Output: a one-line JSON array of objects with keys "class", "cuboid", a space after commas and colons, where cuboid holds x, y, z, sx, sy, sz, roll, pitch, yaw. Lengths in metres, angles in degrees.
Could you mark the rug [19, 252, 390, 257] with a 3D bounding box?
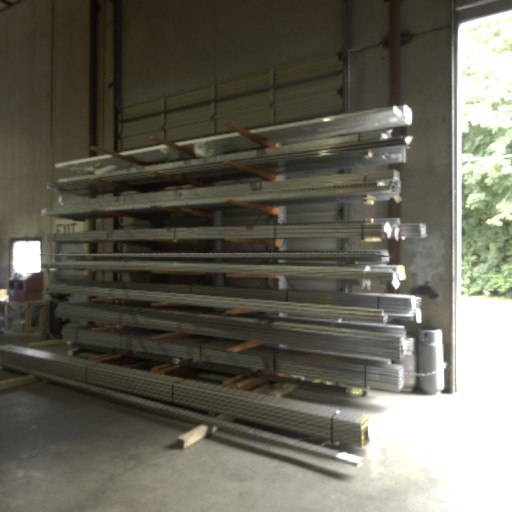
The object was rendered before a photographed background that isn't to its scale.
[{"class": "rug", "cuboid": [0.000, 0.000, 4.170, 2.354, 0.007, 3.196, 0, 0, 18]}]
